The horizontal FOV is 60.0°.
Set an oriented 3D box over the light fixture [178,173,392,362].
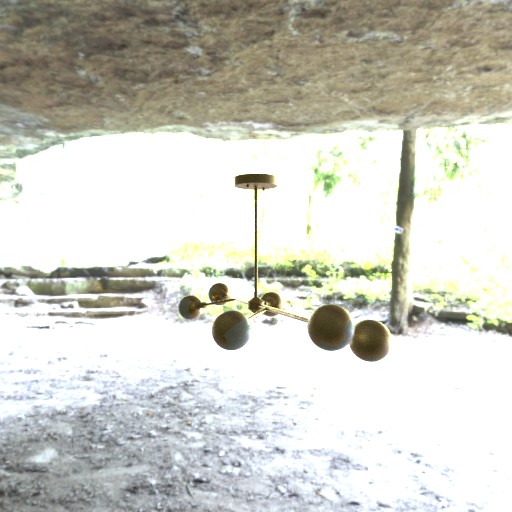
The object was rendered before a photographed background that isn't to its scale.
[{"bbox_3d":[0.000,0.000,1.020,0.434,0.362,0.778,0,-1,-2],"label":"light fixture"}]
